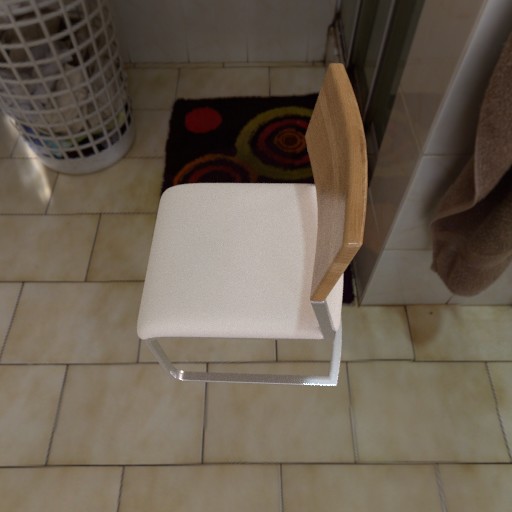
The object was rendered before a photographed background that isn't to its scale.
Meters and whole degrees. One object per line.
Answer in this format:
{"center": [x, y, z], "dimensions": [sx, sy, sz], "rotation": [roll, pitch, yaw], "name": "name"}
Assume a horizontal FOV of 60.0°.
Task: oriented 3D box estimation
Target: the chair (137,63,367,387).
{"center": [0.000, 0.000, 1.186], "dimensions": [0.585, 0.844, 0.467], "rotation": [2, 59, 1], "name": "chair"}
